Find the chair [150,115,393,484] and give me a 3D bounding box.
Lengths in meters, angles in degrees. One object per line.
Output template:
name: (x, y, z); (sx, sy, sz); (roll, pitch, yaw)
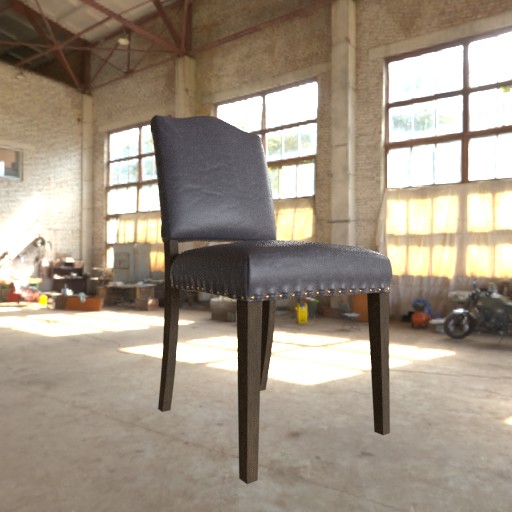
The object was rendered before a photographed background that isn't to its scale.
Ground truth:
chair: (0.000, 0.000, 1.348); (0.500, 0.991, 0.633); (0, 0, -36)
